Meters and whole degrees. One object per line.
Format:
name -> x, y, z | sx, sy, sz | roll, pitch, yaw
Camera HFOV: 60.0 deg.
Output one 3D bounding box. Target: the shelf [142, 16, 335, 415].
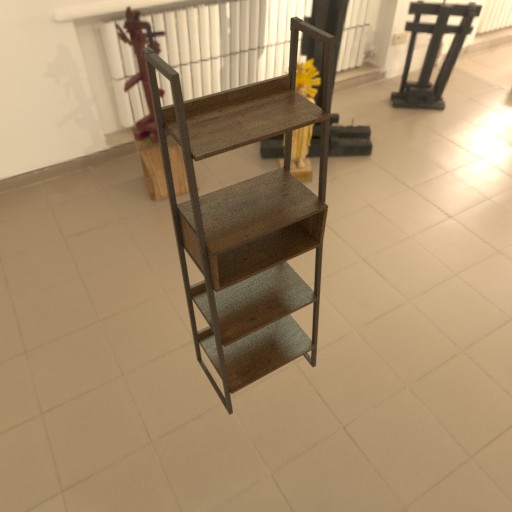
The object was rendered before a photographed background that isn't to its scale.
shelf -> 0.000, 0.000, 2.232 | 0.652, 2.005, 0.454 | -23, 50, -21
